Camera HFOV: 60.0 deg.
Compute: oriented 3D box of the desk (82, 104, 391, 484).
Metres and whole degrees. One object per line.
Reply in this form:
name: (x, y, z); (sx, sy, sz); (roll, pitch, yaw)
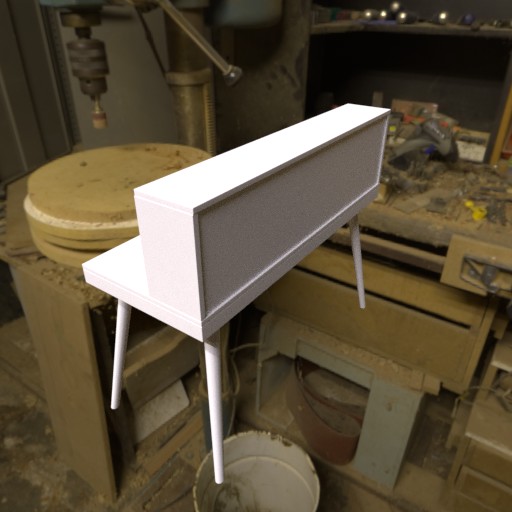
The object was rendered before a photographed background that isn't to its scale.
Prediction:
desk: (0.000, 0.000, 1.771); (0.559, 0.990, 1.199); (20, 36, 30)
